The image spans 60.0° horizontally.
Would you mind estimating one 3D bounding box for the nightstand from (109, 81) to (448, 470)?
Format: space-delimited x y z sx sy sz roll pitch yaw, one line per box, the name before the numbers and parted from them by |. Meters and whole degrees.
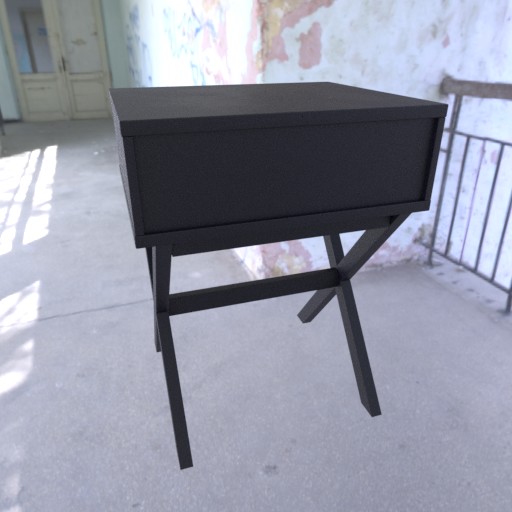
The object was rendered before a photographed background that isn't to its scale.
nightstand | 0.000 0.000 0.908 0.479 0.623 0.402 -8 27 -16
